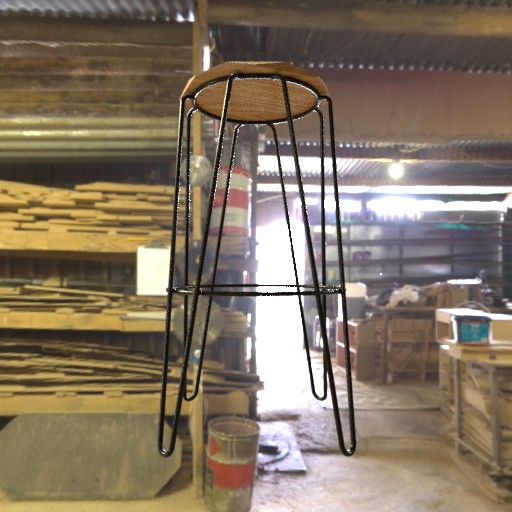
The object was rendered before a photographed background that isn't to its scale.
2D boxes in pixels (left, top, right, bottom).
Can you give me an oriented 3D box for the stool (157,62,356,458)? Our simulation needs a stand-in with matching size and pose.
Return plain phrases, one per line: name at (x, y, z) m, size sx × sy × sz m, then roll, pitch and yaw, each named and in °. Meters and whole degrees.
stool at (0.000, 0.000, 0.815) m, size 0.326 × 0.610 × 0.326 m, roll 0°, pitch -2°, yaw 0°
